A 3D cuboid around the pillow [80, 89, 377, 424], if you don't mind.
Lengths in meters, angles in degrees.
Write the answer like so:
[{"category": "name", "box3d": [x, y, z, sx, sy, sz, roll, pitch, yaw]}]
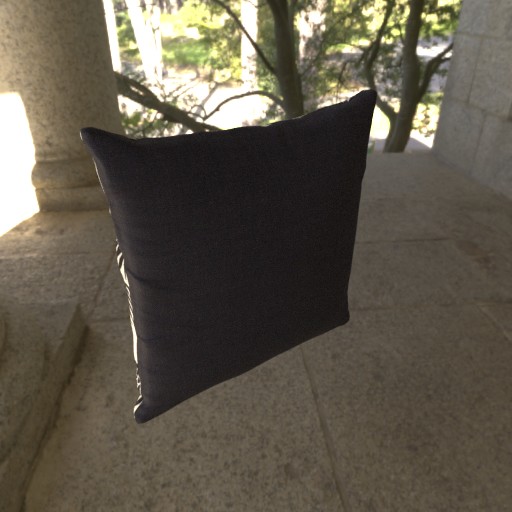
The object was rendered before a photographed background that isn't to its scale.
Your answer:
[{"category": "pillow", "box3d": [0.000, 0.000, 0.657, 0.432, 0.432, 0.139, -19, 35, -29]}]
